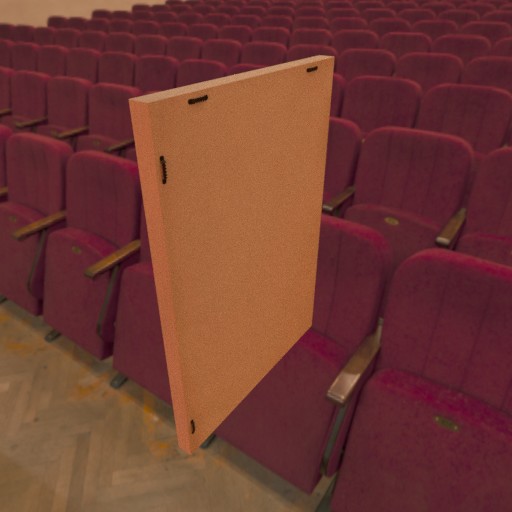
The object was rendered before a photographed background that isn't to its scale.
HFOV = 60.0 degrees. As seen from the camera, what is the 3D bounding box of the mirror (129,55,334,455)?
[{"bbox_3d":[0.000,0.000,0.919,0.040,0.710,0.507,21,37,30],"label":"mirror"}]
